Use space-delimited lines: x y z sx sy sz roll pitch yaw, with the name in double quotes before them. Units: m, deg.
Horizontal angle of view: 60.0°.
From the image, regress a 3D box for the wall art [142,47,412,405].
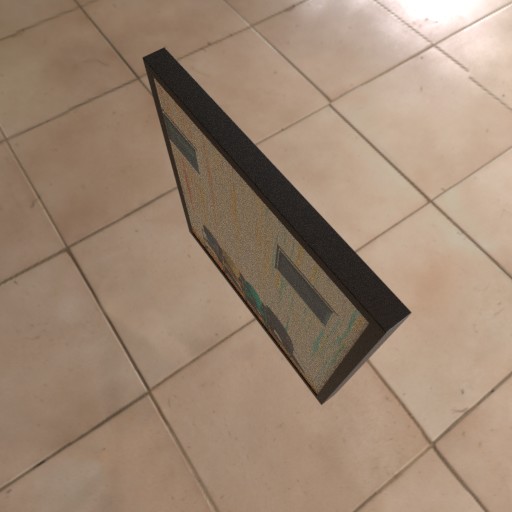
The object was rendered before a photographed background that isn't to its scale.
"wall art" 0.000 0.000 0.779 0.037 0.506 0.506 -33 68 -15
